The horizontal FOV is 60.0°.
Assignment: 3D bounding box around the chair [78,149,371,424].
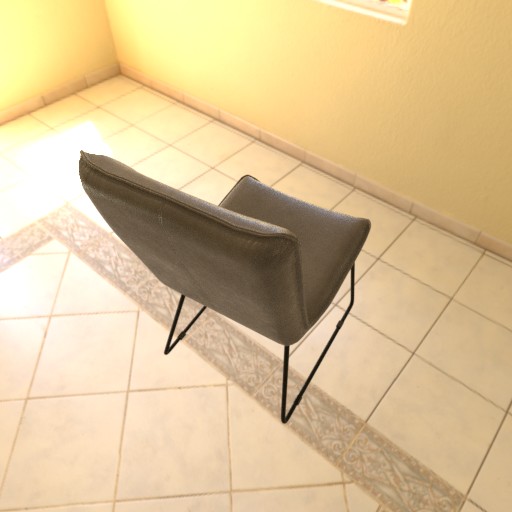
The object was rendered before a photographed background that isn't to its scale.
[{"bbox_3d":[0.000,0.000,1.331,0.515,0.932,0.688,24,52,20],"label":"chair"}]
